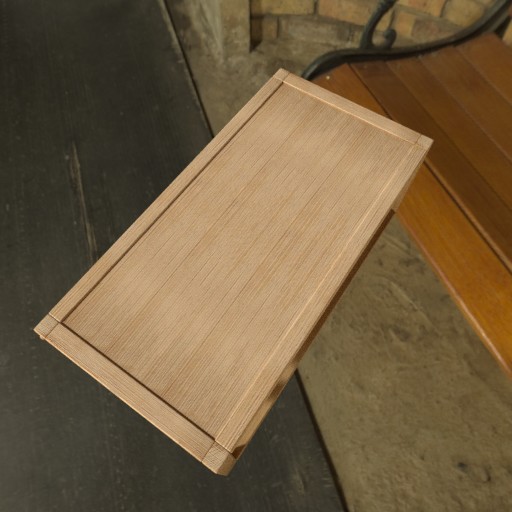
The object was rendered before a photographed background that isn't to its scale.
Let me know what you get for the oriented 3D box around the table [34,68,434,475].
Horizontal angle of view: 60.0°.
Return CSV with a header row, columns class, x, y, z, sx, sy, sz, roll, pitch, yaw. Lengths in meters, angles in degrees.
class,x,y,z,sx,sy,sz,roll,pitch,yaw
table,0.000,0.000,1.638,0.660,0.457,1.321,31,67,15
